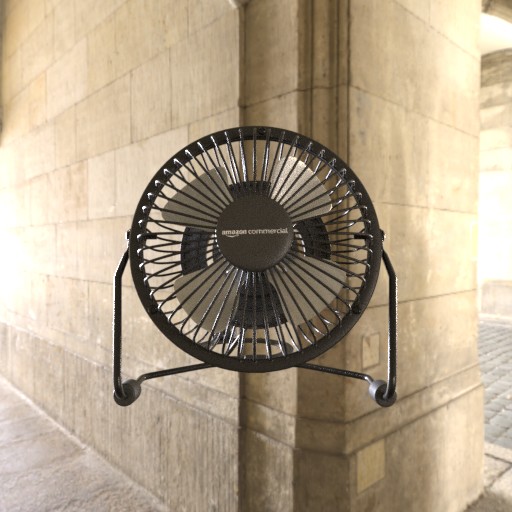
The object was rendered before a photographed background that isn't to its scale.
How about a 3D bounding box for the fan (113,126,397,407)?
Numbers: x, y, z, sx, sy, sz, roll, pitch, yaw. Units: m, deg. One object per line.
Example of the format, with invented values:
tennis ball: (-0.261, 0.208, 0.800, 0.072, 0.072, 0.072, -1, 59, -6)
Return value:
fan: (0.000, 0.000, 0.310, 0.153, 0.152, 0.202, 0, 1, 0)
